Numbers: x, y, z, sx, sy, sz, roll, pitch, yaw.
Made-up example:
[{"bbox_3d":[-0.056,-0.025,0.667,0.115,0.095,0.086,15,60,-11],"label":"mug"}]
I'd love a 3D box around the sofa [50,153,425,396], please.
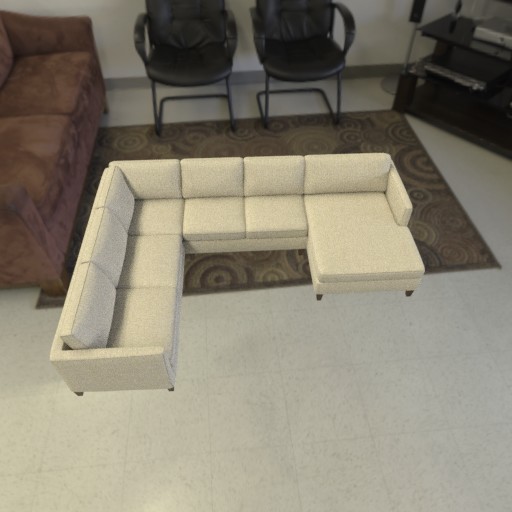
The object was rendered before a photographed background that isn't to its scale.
[{"bbox_3d":[0.000,0.000,4.535,3.403,0.889,2.551,-2,47,-2],"label":"sofa"}]
